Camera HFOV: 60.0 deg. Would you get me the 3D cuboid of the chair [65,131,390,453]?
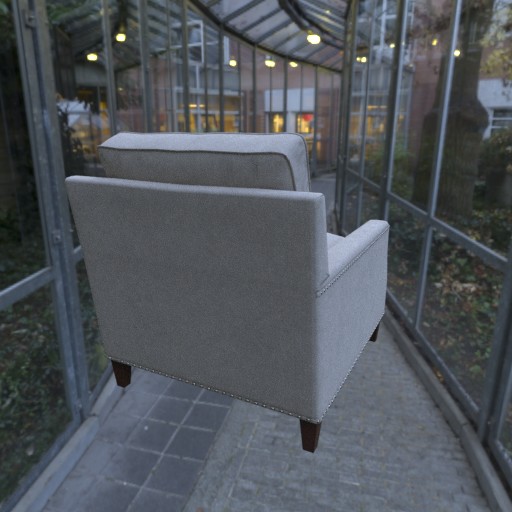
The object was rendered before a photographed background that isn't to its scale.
[{"bbox_3d":[0.000,0.000,1.727,0.853,0.943,1.014,8,18,26],"label":"chair"}]
